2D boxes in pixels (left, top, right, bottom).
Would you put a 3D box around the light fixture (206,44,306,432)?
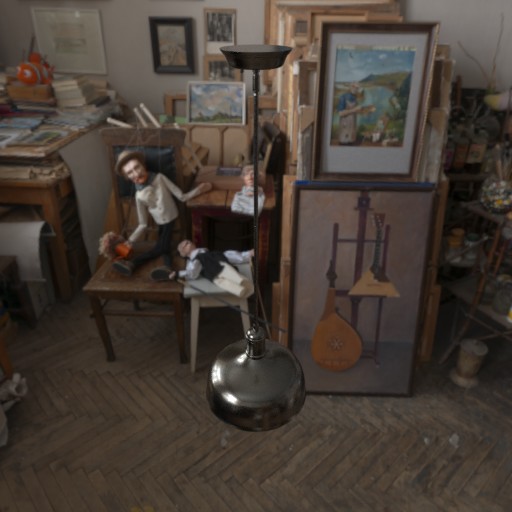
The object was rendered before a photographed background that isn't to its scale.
[{"bbox_3d":[0.000,0.000,1.096,0.299,0.935,0.299,-20,36,-30],"label":"light fixture"}]
